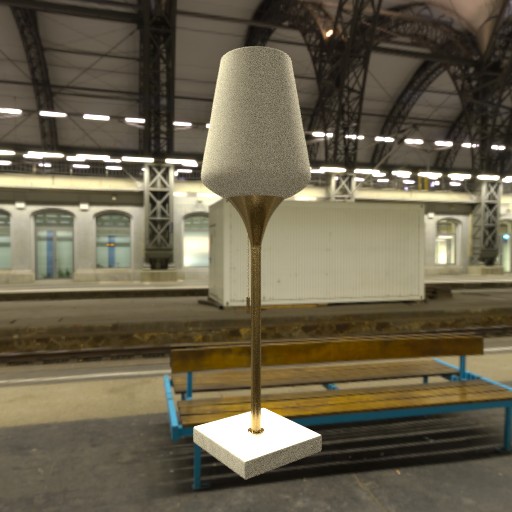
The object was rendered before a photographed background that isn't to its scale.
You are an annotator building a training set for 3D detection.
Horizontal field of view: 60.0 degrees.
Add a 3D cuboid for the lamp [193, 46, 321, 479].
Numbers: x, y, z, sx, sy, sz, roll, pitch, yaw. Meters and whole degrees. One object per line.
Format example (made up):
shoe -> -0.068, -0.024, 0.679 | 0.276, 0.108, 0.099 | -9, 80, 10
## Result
lamp -> 0.000, 0.000, 0.736 | 0.181, 0.639, 0.181 | -1, 1, -37
